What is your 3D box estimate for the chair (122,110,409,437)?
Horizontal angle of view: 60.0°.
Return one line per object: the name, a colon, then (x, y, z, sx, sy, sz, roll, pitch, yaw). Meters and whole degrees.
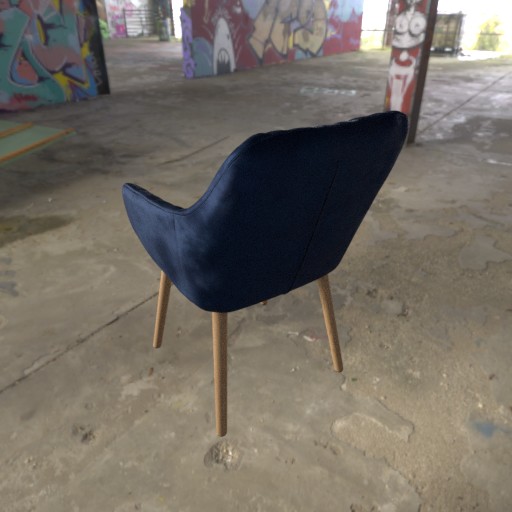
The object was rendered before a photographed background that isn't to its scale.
chair: (0.000, 0.000, 1.214, 0.578, 0.826, 0.573, -18, 35, -29)
